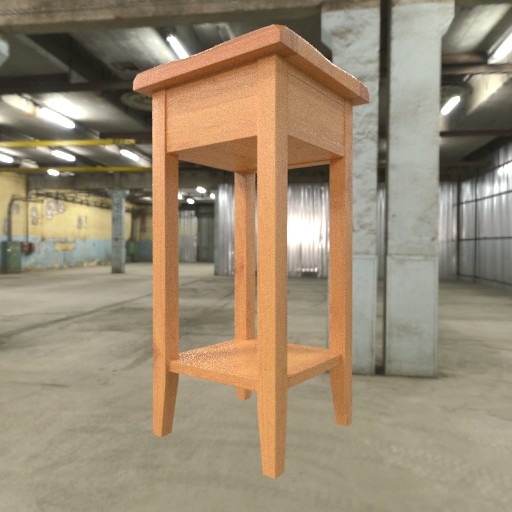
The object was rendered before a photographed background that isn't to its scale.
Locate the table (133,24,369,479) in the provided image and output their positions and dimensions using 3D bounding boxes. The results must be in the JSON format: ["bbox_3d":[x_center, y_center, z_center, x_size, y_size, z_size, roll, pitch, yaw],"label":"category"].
[{"bbox_3d":[0.000,0.000,0.948,0.360,0.740,0.360,0,1,36],"label":"table"}]
